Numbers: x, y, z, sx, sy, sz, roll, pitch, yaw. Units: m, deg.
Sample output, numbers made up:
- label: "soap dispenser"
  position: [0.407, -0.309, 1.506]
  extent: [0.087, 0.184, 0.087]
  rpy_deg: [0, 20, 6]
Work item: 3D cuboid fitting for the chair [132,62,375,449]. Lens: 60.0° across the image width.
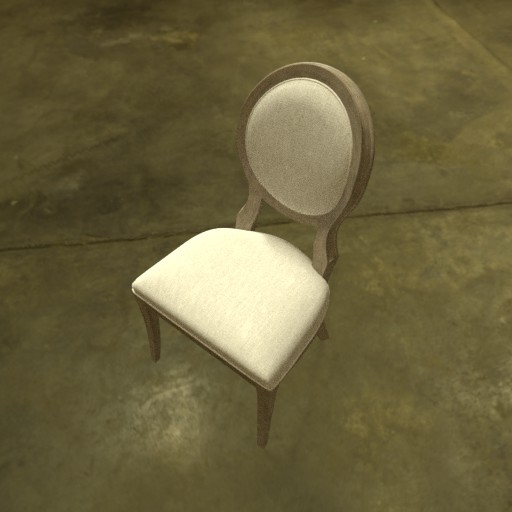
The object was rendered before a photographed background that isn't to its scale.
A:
- label: "chair"
  position: [0.000, 0.000, 1.360]
  extent: [0.558, 0.990, 0.602]
  rpy_deg: [30, 54, 25]
